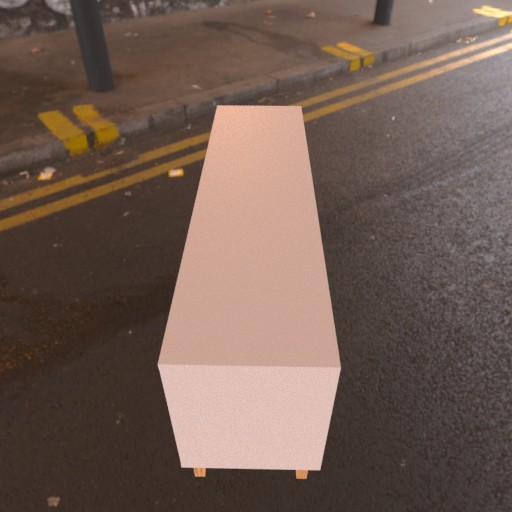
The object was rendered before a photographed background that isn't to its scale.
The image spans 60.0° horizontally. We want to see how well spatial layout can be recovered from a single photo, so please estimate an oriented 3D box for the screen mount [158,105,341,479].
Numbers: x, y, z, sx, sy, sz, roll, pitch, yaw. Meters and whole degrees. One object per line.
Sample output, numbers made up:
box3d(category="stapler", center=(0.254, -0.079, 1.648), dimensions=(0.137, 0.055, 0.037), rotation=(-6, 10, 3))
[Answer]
box3d(category="screen mount", center=(0.000, 0.000, 1.736), dimensions=(0.400, 0.619, 1.490), rotation=(1, 40, 1))
